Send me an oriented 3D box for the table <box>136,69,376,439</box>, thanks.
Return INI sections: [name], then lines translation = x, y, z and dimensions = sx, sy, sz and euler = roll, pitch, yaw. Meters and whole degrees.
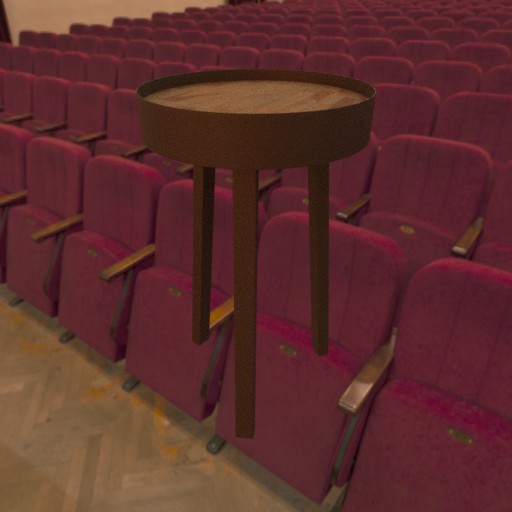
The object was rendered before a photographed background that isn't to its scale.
[table]
translation = 0.000, 0.000, 0.945
dimensions = 0.406, 0.686, 0.406
euler = 22, 37, 32
